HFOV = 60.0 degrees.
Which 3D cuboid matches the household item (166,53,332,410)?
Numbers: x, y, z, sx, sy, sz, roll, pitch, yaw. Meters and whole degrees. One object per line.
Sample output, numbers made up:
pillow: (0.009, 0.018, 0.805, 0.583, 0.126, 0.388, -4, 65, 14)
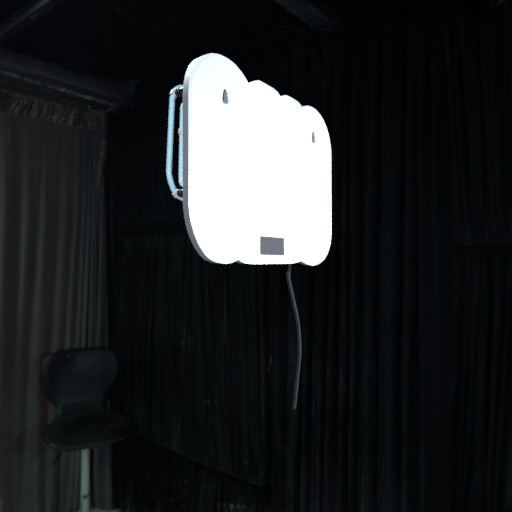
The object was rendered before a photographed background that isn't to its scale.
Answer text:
household item: (0.000, 0.000, 0.394, 0.042, 0.294, 0.211, -1, -1, 36)
